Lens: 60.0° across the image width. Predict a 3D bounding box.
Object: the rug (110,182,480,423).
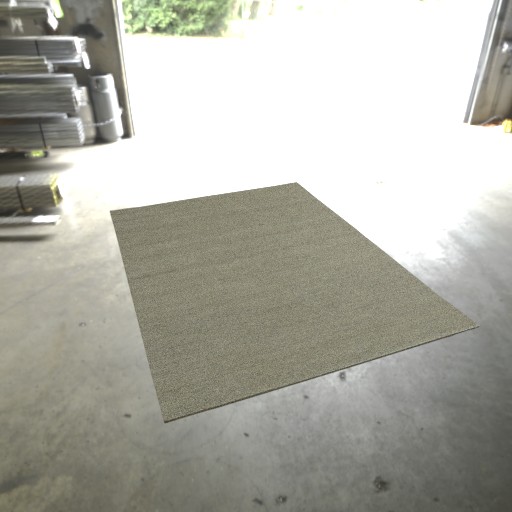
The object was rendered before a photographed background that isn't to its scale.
[{"bbox_3d":[0.000,0.000,4.850,2.757,0.051,3.626,-11,33,-18],"label":"rug"}]
